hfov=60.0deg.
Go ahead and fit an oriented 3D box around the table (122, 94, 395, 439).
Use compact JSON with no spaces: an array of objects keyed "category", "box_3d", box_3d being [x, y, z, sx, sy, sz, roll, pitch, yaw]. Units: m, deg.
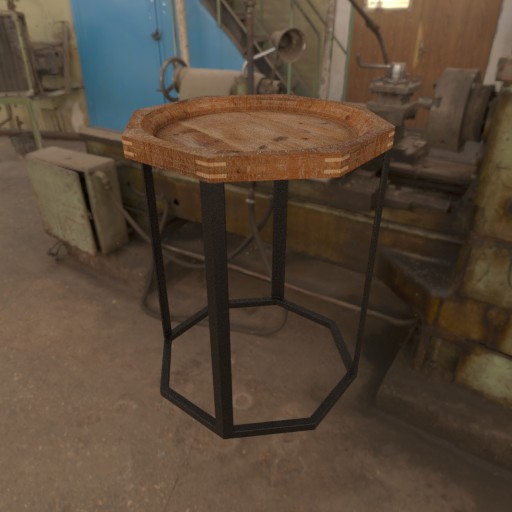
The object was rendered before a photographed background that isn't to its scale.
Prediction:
[{"category":"table","box_3d":[0.000,0.000,0.890,0.458,0.543,0.458,8,31,13]}]
